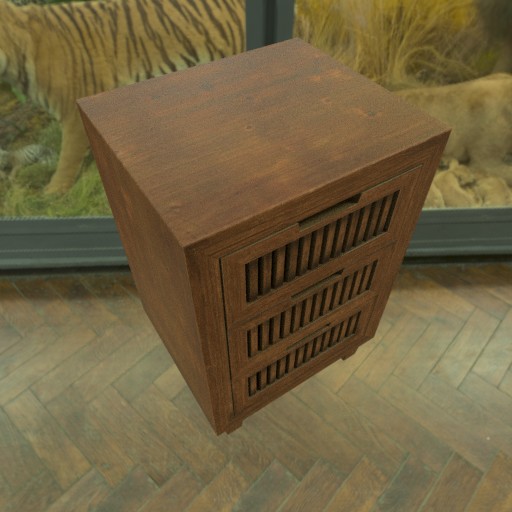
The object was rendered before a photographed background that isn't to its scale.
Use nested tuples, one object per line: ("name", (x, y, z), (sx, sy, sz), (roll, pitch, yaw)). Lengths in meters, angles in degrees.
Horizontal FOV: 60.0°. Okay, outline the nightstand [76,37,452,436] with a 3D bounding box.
("nightstand", (0.000, 0.000, 0.975), (0.465, 0.695, 0.410), (-26, 53, -21))
